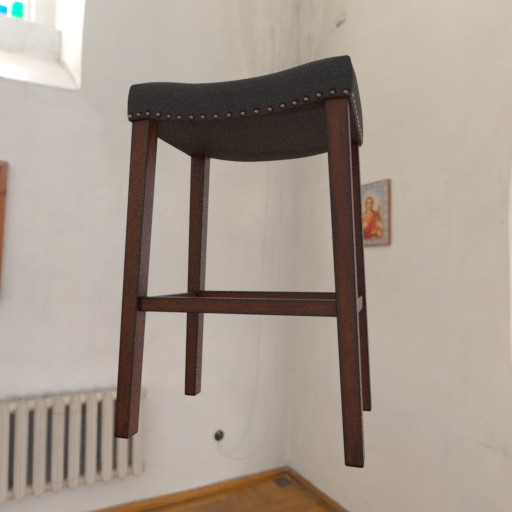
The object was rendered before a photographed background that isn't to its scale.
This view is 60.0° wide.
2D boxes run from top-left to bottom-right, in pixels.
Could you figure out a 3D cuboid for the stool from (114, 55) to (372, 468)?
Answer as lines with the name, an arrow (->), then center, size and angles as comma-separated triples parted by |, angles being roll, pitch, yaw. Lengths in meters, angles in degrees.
stool -> 0.000, 0.000, 1.032 | 0.502, 0.760, 0.366 | -1, -2, 17
